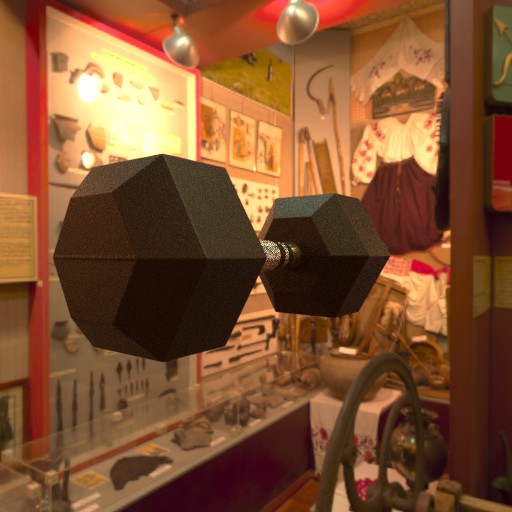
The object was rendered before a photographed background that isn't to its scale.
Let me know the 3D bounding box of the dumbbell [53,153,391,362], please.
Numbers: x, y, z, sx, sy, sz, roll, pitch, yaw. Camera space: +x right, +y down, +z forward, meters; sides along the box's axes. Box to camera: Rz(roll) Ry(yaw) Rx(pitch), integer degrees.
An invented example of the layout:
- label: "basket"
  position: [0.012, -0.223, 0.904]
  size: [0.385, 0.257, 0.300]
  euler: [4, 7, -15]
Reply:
- label: "dumbbell"
  position: [0.000, 0.000, 0.435]
  size: [0.157, 0.137, 0.361]
  euler: [0, 1, 37]
